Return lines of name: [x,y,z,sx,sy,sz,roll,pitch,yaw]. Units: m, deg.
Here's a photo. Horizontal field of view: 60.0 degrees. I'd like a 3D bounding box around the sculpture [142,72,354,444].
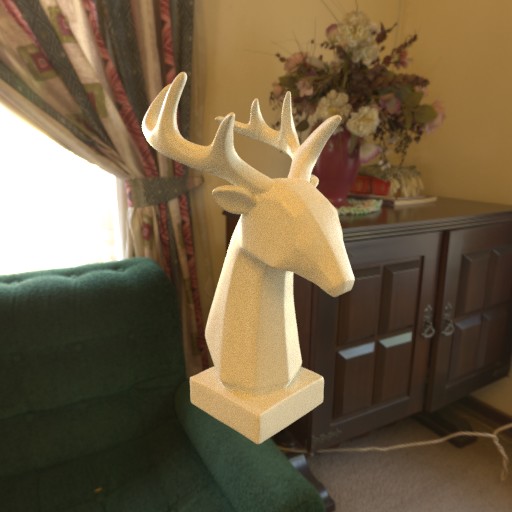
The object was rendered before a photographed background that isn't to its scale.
sculpture: [0.000,0.000,0.445,0.224,0.329,0.174,12,18,43]
